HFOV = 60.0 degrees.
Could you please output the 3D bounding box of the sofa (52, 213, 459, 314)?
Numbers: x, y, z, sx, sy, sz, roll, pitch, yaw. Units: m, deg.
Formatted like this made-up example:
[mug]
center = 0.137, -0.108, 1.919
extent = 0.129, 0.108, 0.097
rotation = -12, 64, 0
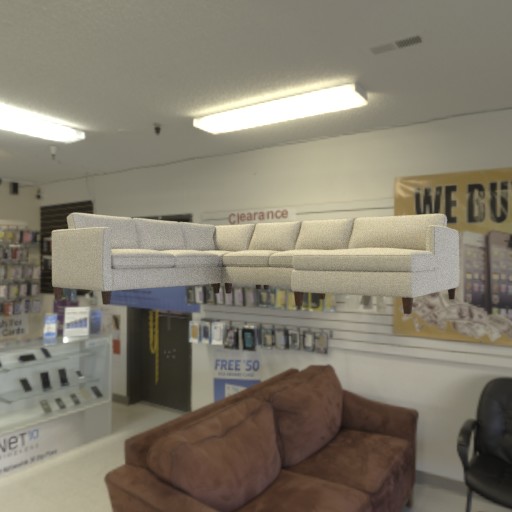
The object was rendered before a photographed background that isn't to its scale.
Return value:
[sofa]
center = 0.000, 0.000, 4.543
extent = 3.403, 0.889, 2.551
rotation = 0, 0, 36
